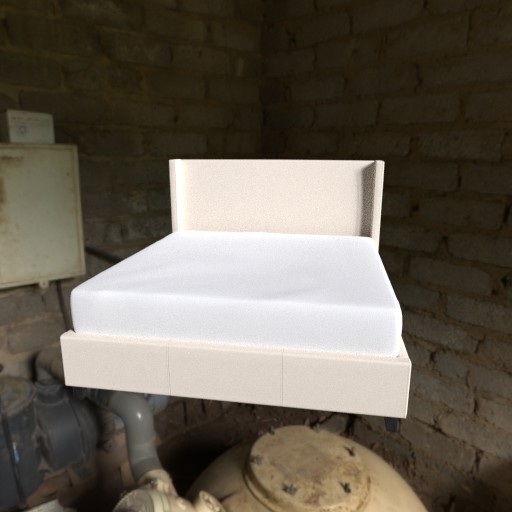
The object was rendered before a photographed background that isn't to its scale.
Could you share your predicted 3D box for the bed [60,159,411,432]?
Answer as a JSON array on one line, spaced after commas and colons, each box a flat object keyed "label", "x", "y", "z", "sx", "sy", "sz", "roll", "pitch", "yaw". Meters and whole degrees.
[{"label": "bed", "x": 0.000, "y": 0.000, "z": 3.637, "sx": 2.145, "sy": 1.471, "sz": 2.293, "roll": 2, "pitch": 14, "yaw": 9}]
